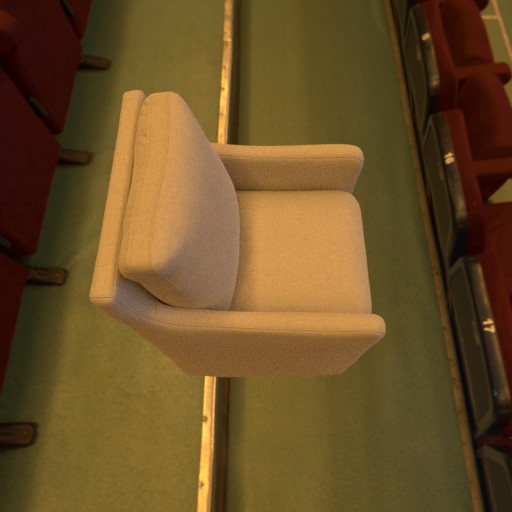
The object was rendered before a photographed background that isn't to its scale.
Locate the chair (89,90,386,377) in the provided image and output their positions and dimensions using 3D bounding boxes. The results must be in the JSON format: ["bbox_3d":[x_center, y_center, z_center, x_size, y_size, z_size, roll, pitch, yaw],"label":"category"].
[{"bbox_3d":[0.000,0.000,1.389,0.694,0.914,0.626,0,65,0],"label":"chair"}]
